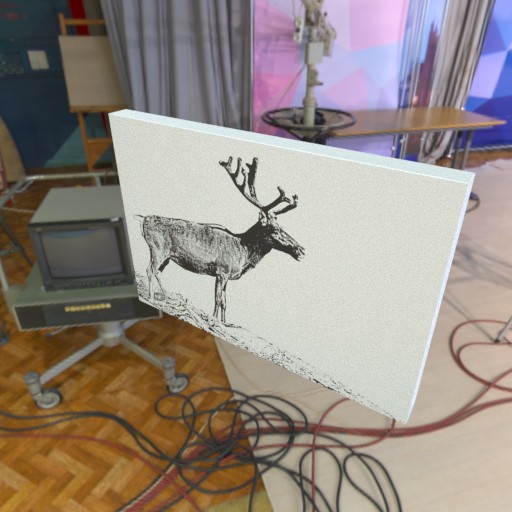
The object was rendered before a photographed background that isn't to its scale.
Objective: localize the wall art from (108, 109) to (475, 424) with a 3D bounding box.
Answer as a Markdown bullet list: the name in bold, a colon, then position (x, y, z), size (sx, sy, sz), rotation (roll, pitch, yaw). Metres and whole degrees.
- **wall art**: position (0.000, 0.000, 0.770), size (0.608, 0.414, 0.042), rotation (19, 36, 28)
